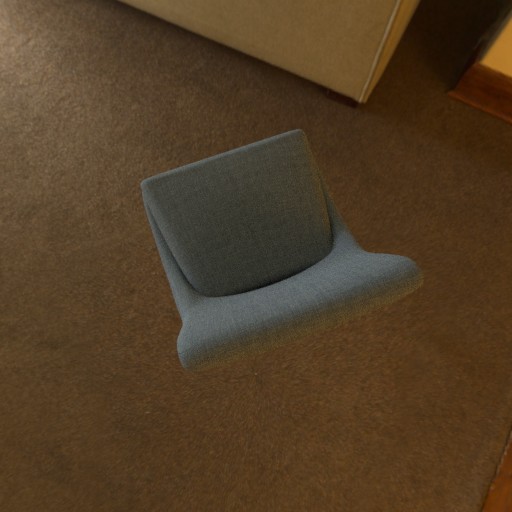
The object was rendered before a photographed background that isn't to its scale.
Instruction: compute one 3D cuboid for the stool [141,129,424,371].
[{"bbox_3d":[0.000,0.000,1.186,0.467,0.895,0.524,-19,76,-5],"label":"stool"}]
